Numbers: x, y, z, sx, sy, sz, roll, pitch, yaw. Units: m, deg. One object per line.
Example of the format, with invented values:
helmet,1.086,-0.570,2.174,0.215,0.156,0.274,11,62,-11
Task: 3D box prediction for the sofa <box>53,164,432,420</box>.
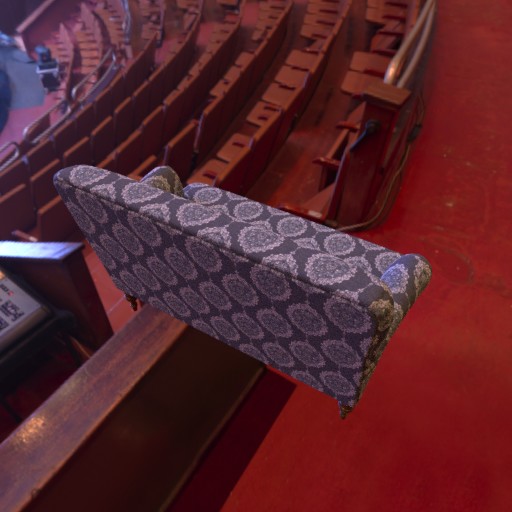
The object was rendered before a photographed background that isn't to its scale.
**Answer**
sofa,0.000,0.000,1.806,1.297,0.867,0.779,22,48,21
